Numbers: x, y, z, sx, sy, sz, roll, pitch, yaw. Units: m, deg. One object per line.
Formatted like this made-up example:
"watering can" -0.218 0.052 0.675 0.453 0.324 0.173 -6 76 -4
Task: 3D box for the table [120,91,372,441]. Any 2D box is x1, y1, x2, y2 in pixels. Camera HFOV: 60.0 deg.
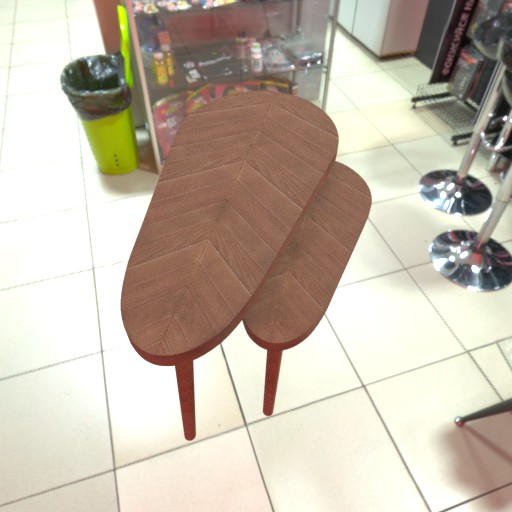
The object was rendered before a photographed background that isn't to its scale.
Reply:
"table" 0.000 0.000 1.548 0.701 0.595 1.190 11 49 10
